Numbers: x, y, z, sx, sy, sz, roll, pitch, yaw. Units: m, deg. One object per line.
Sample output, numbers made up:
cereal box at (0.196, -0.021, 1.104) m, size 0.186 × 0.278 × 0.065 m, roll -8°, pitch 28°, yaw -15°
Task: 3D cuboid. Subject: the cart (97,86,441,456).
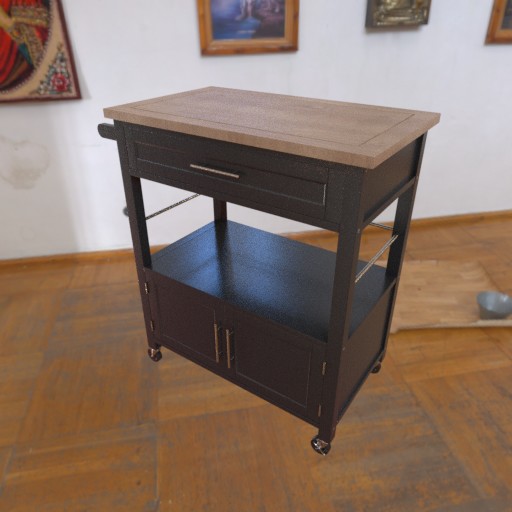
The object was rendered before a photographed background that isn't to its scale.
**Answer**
cart at (0.000, 0.000, 1.404) m, size 0.840 × 0.901 × 0.459 m, roll 19°, pitch 35°, yaw 30°
